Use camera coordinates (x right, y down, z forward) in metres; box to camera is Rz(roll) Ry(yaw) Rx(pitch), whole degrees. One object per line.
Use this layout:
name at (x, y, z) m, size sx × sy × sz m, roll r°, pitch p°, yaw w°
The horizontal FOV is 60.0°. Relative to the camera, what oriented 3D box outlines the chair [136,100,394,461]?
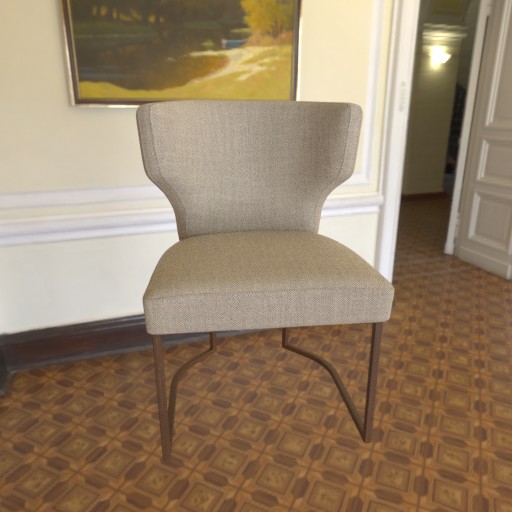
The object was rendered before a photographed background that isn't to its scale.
chair at (0.000, 0.000, 1.234) m, size 0.611 × 0.824 × 0.617 m, roll -2°, pitch 19°, yaw -6°
